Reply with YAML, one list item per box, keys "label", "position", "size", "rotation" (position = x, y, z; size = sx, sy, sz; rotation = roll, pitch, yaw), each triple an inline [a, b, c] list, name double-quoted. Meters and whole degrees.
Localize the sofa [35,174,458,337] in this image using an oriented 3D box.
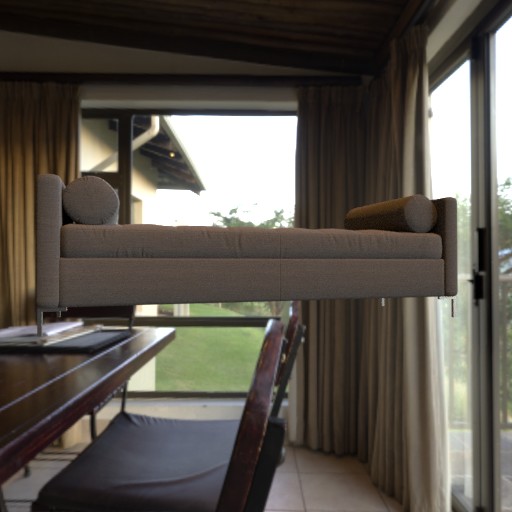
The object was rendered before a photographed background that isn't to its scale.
- label: "sofa"
  position: [0.000, 0.000, 2.305]
  size: [1.981, 0.635, 0.686]
  rotation: [0, -1, -18]
